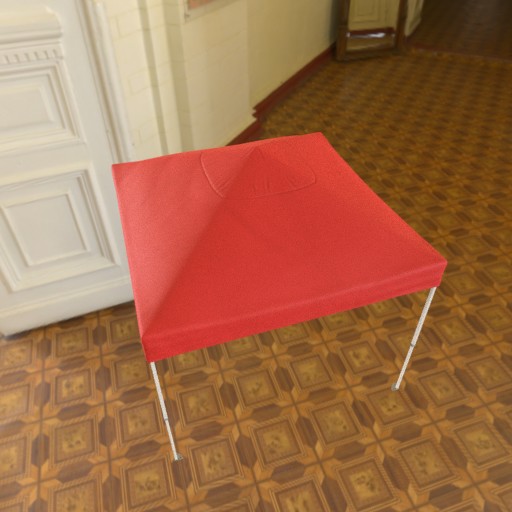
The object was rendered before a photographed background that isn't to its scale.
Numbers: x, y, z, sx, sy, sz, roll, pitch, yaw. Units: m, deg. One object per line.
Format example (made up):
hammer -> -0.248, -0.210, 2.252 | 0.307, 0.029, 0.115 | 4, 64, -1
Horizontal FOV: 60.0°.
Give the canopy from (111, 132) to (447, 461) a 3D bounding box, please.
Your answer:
canopy -> 0.000, 0.000, 5.529 | 2.996, 2.997, 2.998 | -12, 43, -14
